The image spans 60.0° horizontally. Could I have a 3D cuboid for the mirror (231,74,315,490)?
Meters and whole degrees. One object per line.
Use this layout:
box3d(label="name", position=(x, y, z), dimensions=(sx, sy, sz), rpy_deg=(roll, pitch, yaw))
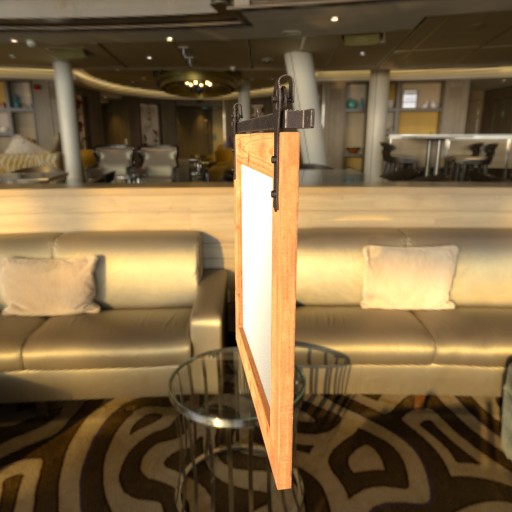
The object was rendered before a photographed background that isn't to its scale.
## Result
box3d(label="mirror", position=(0.000, 0.000, 1.160), dimensions=(0.054, 0.800, 0.805), rpy_deg=(-2, 15, -9))
